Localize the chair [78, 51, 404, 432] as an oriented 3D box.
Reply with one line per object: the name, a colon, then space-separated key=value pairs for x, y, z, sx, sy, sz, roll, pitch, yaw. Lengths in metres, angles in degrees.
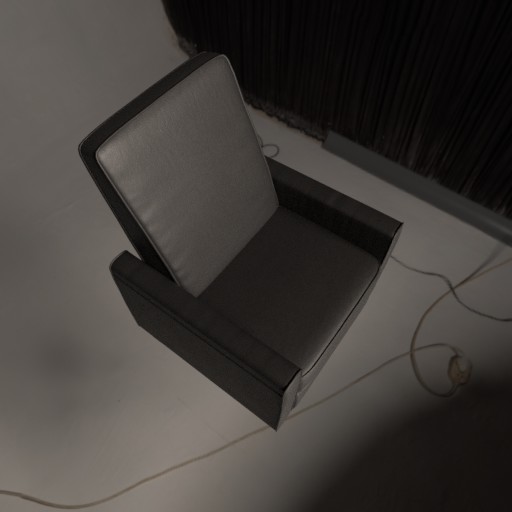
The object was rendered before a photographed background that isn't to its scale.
chair: x=0.000 y=0.000 z=1.494 sx=0.746 sy=1.013 sz=0.705 roll=32 pitch=63 yaw=19
